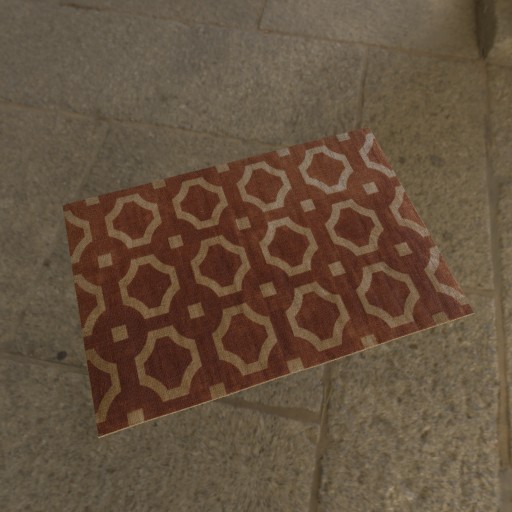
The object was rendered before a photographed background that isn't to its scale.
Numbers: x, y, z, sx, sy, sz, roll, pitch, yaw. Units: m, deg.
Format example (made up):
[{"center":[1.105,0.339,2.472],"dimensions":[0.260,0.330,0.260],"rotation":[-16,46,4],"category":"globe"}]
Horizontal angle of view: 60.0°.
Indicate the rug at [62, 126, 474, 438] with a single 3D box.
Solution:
[{"center":[0.000,0.000,2.859],"dimensions":[2.286,0.016,1.555],"rotation":[-16,65,-8],"category":"rug"}]
